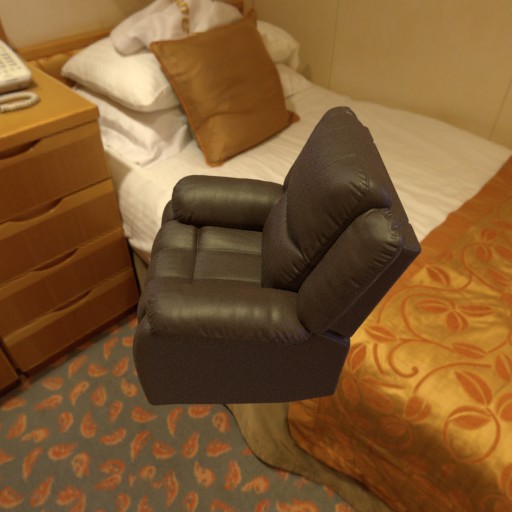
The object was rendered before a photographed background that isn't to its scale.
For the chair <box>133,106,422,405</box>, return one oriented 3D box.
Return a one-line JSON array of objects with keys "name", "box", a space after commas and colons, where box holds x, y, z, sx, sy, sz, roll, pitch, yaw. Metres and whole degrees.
[{"name": "chair", "box": [0.000, 0.000, 1.778, 0.934, 1.009, 0.899, -1, 42, -1]}]
